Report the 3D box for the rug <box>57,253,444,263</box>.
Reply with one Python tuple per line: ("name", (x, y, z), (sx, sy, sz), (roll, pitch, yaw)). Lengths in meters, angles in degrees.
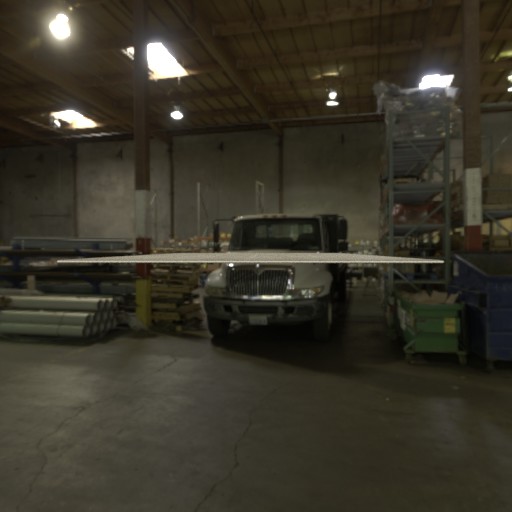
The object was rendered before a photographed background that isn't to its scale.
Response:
("rug", (0.000, 0.000, 2.964), (1.524, 0.012, 2.438), (0, 1, 1))
